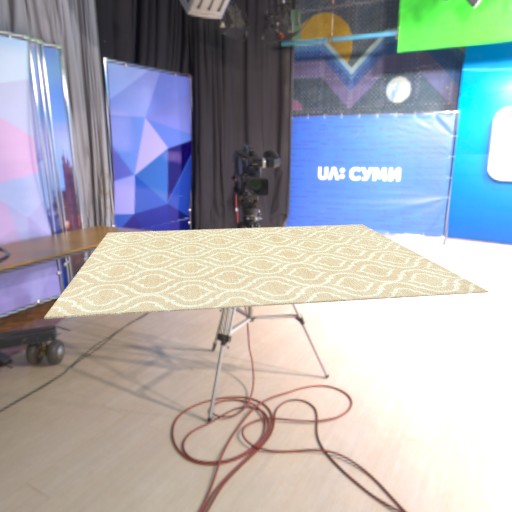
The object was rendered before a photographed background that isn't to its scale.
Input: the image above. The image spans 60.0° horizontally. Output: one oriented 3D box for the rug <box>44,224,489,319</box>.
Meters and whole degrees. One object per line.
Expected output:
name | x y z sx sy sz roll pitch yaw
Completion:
rug | 0.000 0.000 3.922 2.894 0.013 2.286 -2 16 -8
